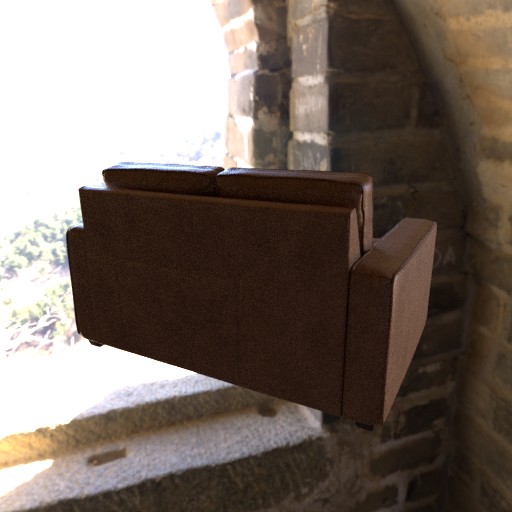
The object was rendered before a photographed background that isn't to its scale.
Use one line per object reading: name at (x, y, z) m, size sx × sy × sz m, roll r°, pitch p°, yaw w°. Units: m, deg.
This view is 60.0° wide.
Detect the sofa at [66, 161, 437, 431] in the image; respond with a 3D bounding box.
sofa at (0.000, 0.000, 2.153) m, size 1.532 × 0.896 × 1.020 m, roll 8°, pitch 18°, yaw 27°
